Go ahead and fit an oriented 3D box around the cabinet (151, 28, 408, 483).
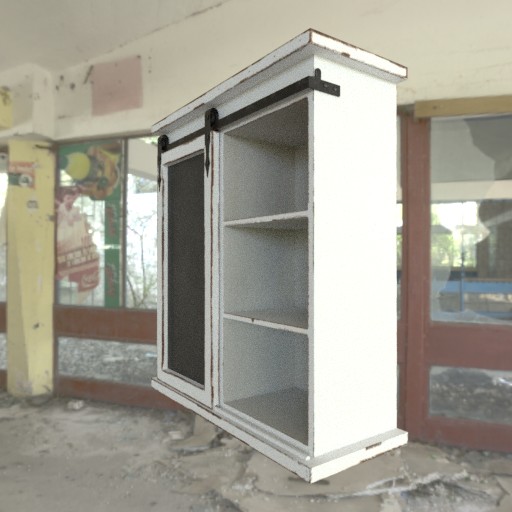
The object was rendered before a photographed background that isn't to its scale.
[{"bbox_3d":[0.000,0.000,0.867,0.210,0.603,0.541,0,0,-36],"label":"cabinet"}]
